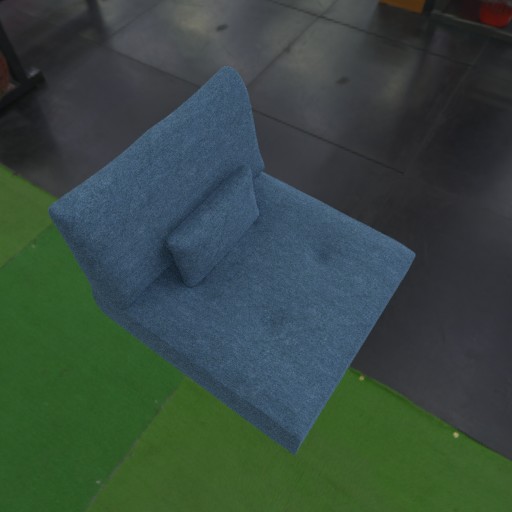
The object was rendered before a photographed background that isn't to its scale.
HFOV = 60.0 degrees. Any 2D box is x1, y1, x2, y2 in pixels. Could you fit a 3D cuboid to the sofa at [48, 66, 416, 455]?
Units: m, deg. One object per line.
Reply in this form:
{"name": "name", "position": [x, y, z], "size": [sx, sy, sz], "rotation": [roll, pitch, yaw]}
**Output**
{"name": "sofa", "position": [0.000, 0.000, 1.714], "size": [1.000, 0.820, 0.930], "rotation": [31, 62, 19]}
